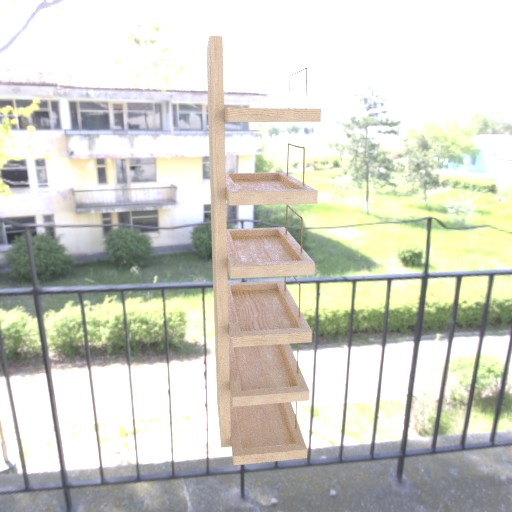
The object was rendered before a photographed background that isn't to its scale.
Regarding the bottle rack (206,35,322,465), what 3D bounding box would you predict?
[{"bbox_3d":[0.000,0.000,1.086,0.206,0.943,0.330,-2,17,-7],"label":"bottle rack"}]
